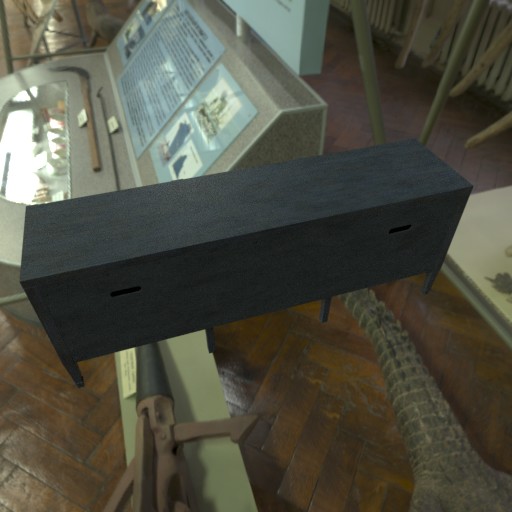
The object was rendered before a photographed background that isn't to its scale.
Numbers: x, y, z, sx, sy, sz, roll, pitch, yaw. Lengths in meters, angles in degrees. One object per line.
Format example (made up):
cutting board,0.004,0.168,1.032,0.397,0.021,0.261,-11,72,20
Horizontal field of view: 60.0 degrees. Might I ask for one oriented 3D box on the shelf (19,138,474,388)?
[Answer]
shelf,0.000,0.000,2.155,1.878,0.715,0.471,-13,44,-13
